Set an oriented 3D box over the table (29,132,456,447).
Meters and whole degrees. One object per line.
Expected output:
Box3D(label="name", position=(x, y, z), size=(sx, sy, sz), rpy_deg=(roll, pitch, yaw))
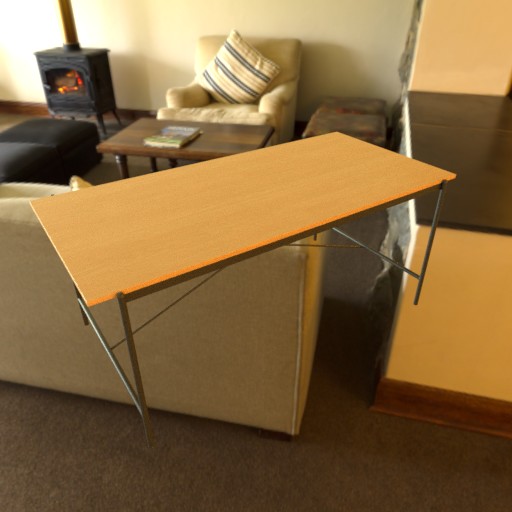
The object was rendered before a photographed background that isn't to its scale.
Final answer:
Box3D(label="table", position=(0.000, 0.000, 2.253), size=(1.800, 0.758, 0.900), rpy_deg=(-20, 37, -28))
